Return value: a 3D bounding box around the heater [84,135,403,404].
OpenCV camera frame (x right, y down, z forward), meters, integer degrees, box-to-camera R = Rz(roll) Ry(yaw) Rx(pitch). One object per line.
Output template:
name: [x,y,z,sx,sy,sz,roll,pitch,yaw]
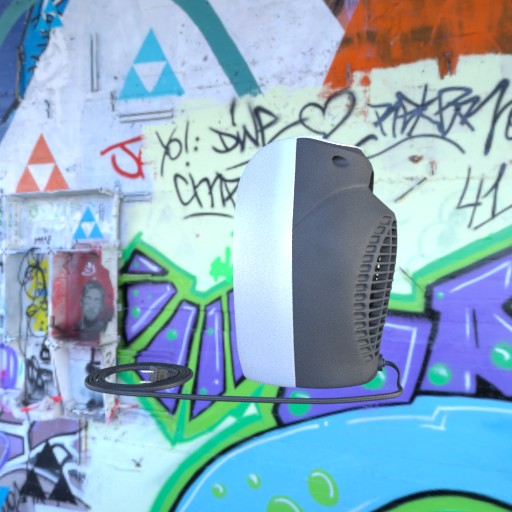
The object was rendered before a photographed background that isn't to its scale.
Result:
heater: [0.000,0.000,0.465,0.291,0.240,0.239,0,0,17]
